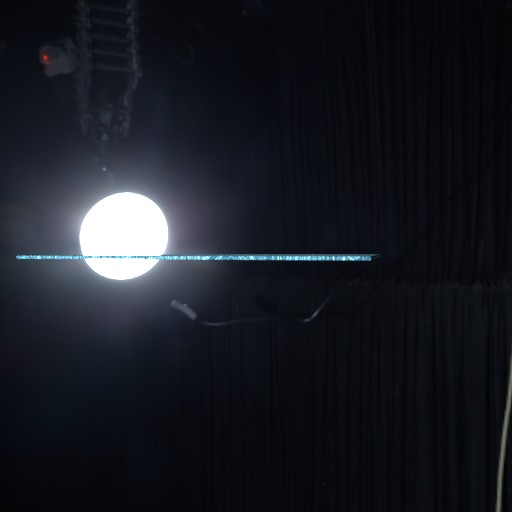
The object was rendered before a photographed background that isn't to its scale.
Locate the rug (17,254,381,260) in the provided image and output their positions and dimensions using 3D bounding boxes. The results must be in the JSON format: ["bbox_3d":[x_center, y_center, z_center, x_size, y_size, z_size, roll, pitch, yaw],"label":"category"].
[{"bbox_3d":[0.000,0.000,2.796,1.490,0.015,2.277,0,0,17],"label":"rug"}]
